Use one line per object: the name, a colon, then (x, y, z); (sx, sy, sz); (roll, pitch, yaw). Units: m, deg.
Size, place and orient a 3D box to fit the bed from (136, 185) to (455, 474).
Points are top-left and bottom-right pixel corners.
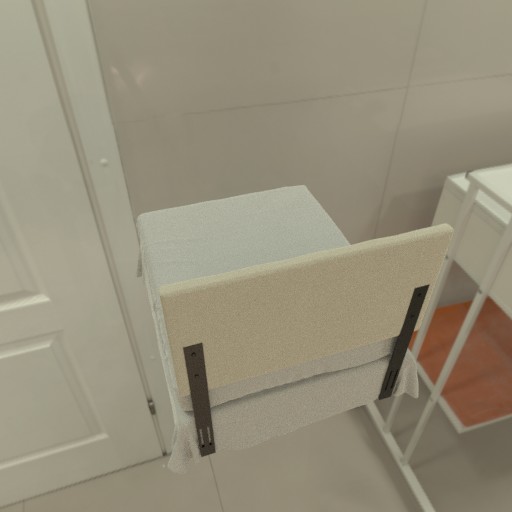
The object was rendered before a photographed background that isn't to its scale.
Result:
bed: (0.000, 0.000, 3.468); (1.936, 1.577, 2.222); (-12, 41, -14)
